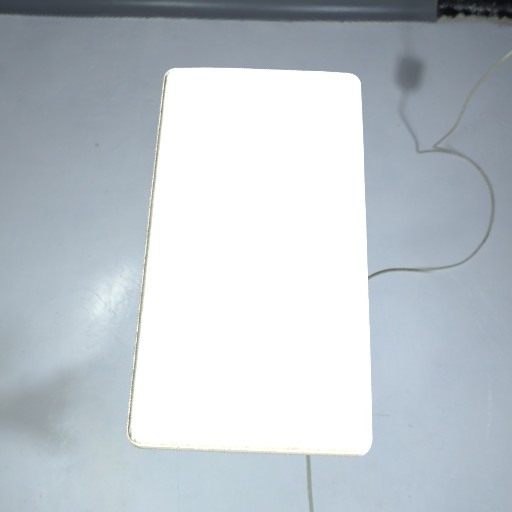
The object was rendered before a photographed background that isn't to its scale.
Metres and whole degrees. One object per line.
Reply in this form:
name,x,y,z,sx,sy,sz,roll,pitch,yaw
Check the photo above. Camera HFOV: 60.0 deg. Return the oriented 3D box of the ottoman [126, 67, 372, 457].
ottoman,0.000,0.000,1.380,0.617,0.448,1.097,2,75,1
